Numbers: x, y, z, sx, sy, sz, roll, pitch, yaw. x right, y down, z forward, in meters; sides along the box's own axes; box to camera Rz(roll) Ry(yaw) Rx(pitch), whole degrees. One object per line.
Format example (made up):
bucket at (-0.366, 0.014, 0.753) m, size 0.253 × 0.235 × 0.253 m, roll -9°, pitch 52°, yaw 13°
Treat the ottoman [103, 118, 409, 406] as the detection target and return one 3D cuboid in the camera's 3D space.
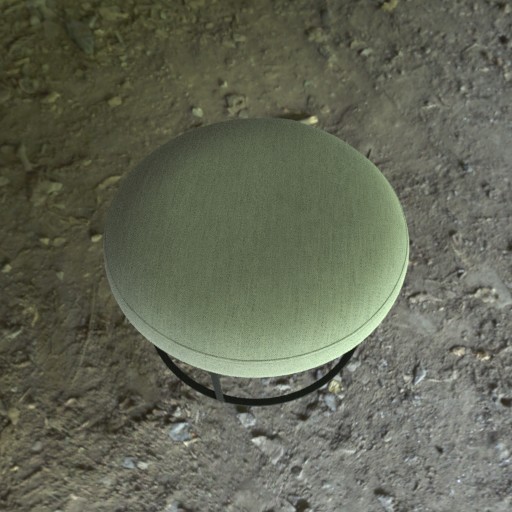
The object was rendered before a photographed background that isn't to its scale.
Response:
ottoman at (0.000, 0.000, 1.247) m, size 0.769 × 0.459 × 0.769 m, roll 0°, pitch 56°, yaw 0°
